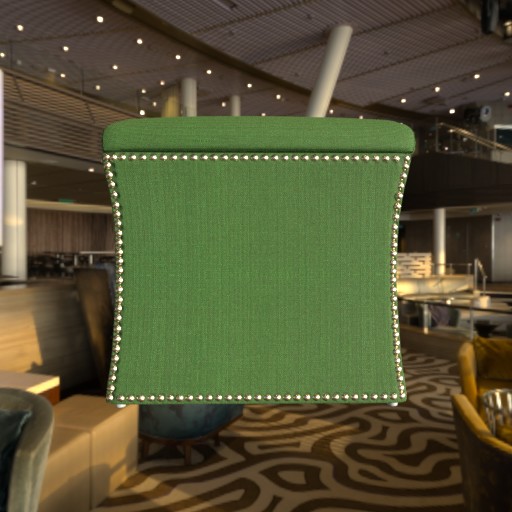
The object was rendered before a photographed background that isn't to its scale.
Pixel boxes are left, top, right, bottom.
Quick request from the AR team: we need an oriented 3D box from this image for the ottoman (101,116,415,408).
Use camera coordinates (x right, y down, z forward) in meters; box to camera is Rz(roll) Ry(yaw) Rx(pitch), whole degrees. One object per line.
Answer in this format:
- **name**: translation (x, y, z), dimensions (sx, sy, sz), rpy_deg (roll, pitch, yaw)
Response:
- **ottoman**: translation (0.000, 0.000, 0.921), dimensions (0.507, 0.475, 0.497), rpy_deg (0, 0, -1)
